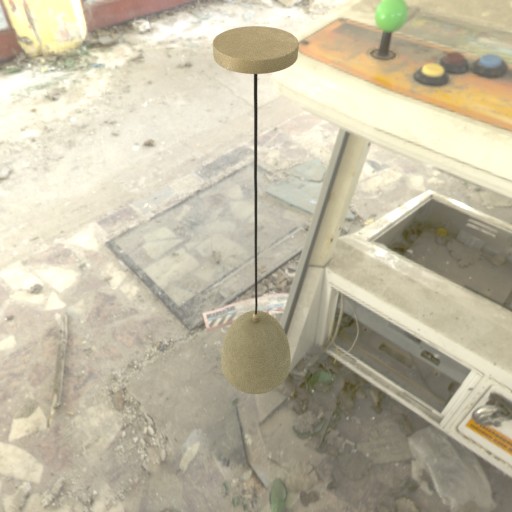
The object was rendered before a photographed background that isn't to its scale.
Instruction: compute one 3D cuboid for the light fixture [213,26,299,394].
[{"bbox_3d":[0.000,0.000,0.817,0.170,0.759,0.170,-17,49,-16],"label":"light fixture"}]
